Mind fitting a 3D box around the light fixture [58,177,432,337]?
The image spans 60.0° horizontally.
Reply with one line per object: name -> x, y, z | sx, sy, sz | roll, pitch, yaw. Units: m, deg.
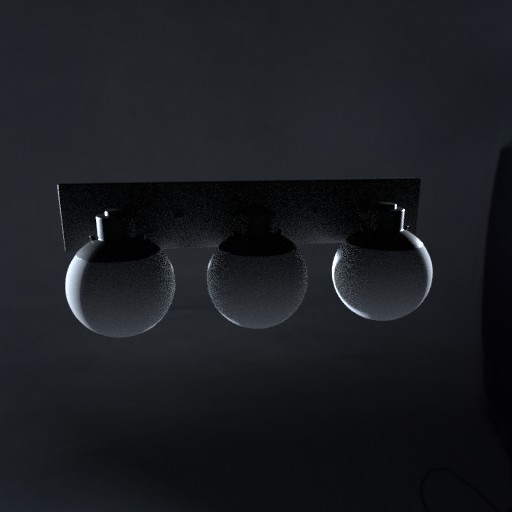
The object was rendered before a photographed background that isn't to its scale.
light fixture -> 0.000, 0.000, 0.833 | 0.721, 0.263, 0.218 | -2, 16, -8
